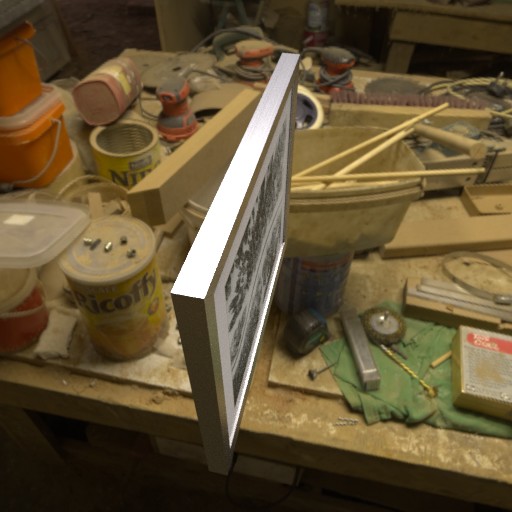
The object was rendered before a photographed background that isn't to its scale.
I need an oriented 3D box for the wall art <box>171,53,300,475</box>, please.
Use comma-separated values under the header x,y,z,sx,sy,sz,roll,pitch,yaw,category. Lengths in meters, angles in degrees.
x,y,z,sx,sy,sz,roll,pitch,yaw,category
0.000,0.000,0.748,0.032,0.456,0.557,9,46,9,wall art
